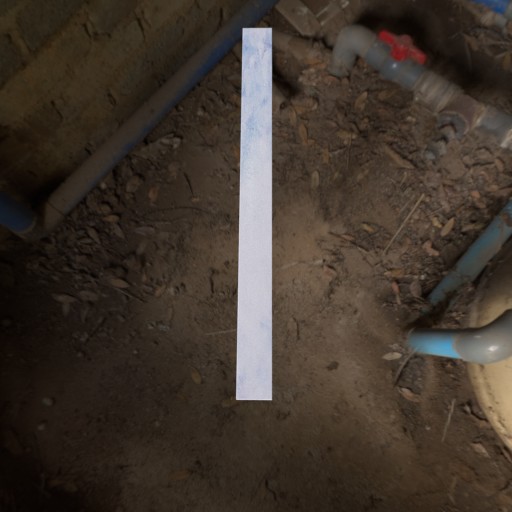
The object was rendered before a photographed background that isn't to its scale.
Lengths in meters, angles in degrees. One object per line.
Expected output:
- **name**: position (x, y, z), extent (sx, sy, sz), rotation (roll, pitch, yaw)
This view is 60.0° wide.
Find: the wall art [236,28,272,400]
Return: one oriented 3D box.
- **wall art**: position (0.000, 0.000, 0.776), extent (0.036, 0.581, 0.437), rotation (0, 76, 0)
